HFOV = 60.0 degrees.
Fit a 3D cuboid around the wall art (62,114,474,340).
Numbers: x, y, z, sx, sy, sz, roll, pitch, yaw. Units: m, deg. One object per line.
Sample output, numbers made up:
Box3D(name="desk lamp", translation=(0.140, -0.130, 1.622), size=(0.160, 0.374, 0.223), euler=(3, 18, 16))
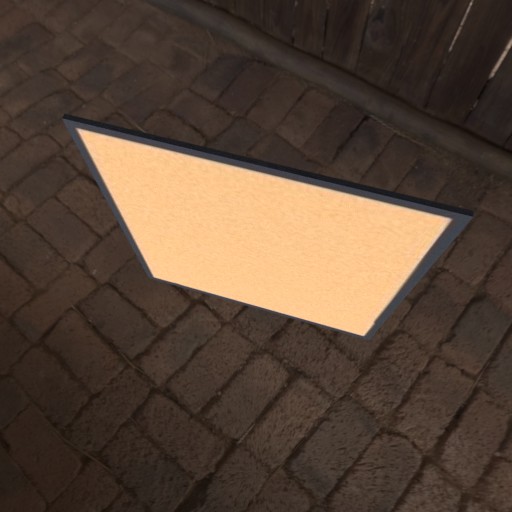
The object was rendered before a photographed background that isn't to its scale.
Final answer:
Box3D(name="wall art", translation=(0.000, 0.000, 1.225), size=(0.823, 0.823, 0.013), euler=(15, 65, 7))
